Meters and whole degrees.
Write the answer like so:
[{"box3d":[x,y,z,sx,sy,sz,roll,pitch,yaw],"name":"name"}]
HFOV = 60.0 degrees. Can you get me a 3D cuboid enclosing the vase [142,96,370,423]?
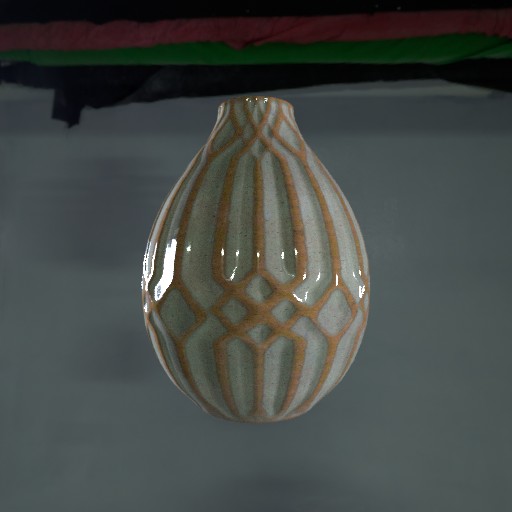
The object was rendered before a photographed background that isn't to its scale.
[{"box3d":[0.000,0.000,0.263,0.131,0.175,0.131,0,1,0],"name":"vase"}]
